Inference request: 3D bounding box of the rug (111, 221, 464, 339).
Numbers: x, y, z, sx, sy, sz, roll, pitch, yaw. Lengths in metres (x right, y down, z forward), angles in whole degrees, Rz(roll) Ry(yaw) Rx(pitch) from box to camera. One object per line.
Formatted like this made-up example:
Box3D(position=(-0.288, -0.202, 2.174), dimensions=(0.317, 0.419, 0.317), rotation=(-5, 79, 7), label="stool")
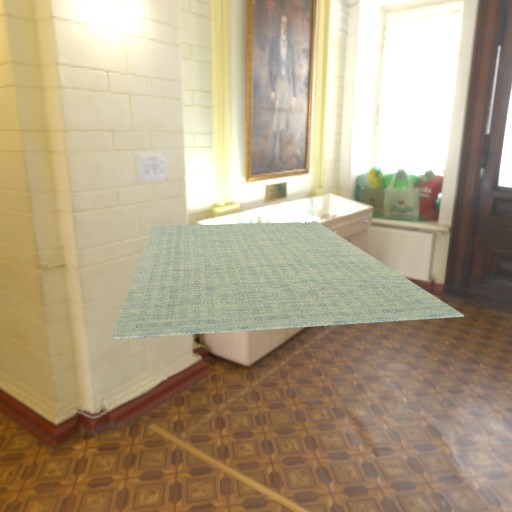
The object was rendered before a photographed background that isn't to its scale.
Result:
Box3D(position=(0.000, 0.000, 2.239), dimensions=(1.142, 0.006, 1.752), rotation=(-2, 15, -9), label="rug")
